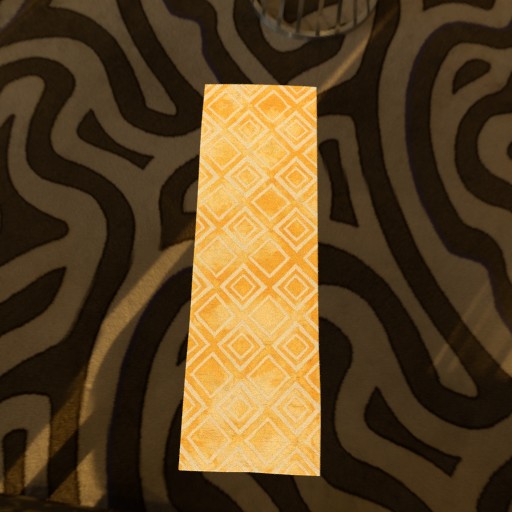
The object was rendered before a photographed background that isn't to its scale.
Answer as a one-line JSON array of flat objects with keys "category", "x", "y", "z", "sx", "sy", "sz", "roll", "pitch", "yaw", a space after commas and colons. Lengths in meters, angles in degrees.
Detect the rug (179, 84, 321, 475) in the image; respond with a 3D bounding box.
[{"category": "rug", "x": 0.000, "y": 0.000, "z": 2.720, "sx": 0.775, "sy": 0.010, "sz": 2.438, "roll": 2, "pitch": 75, "yaw": 0}]
